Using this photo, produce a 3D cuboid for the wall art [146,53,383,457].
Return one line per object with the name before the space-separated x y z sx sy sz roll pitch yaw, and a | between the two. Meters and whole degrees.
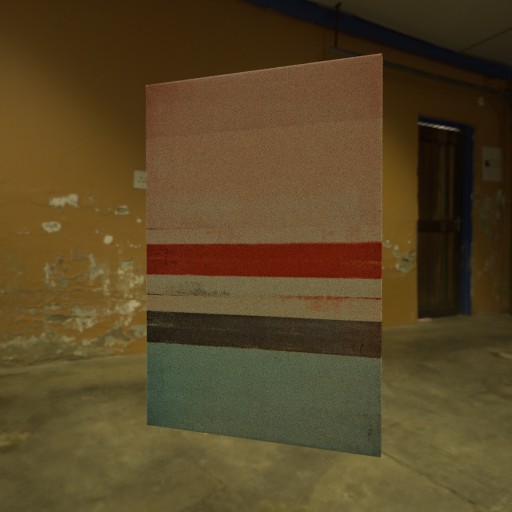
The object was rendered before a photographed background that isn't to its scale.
wall art | 0.000 0.000 1.116 0.610 0.914 0.038 0 1 18
